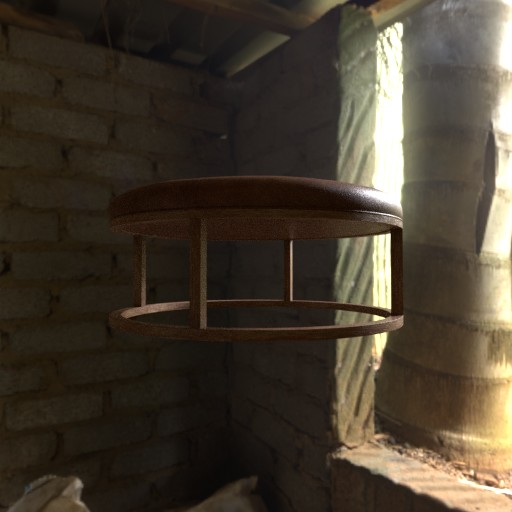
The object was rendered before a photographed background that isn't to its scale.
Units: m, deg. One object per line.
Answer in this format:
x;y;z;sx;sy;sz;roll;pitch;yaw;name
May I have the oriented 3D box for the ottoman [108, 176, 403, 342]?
0.000;0.000;1.586;1.006;0.445;1.006;0;-1;0;ottoman
